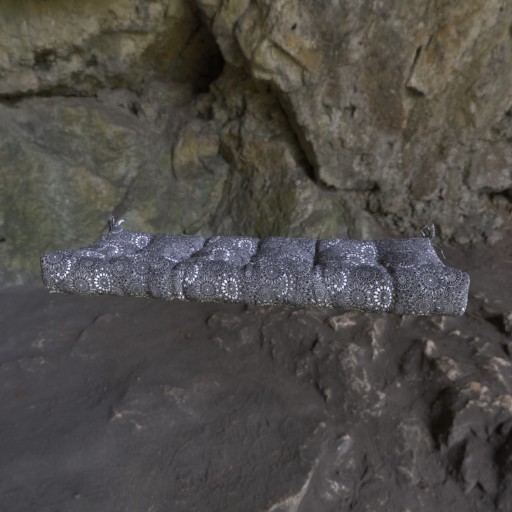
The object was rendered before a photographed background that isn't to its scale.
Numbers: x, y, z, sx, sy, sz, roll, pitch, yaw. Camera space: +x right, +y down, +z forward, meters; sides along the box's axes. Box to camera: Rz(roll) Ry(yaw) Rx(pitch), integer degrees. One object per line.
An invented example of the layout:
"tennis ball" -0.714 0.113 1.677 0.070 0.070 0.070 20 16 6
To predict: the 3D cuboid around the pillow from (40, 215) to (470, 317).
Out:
"pillow" 0.000 0.000 1.367 1.194 0.174 0.511 2 15 9
